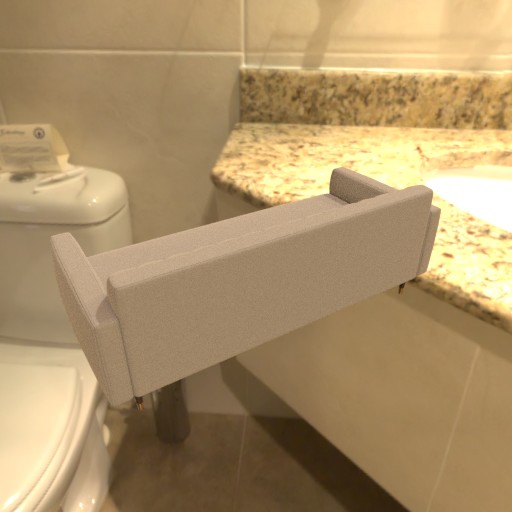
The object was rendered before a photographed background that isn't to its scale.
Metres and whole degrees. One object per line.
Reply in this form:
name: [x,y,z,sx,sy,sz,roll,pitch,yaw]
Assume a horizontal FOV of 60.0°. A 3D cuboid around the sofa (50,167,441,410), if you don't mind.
sofa: [0.000,0.000,2.820,2.291,0.821,0.990,-18,35,-27]
